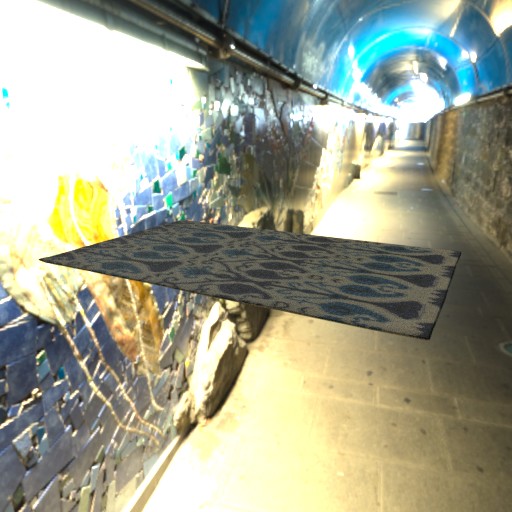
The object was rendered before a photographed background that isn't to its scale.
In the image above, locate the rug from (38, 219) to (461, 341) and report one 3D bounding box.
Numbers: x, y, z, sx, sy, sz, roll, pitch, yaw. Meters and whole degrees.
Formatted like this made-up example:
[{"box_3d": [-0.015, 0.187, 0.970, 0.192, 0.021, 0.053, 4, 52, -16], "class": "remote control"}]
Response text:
[{"box_3d": [0.000, 0.000, 2.090, 1.698, 0.013, 1.072, 8, 18, 27], "class": "rug"}]
